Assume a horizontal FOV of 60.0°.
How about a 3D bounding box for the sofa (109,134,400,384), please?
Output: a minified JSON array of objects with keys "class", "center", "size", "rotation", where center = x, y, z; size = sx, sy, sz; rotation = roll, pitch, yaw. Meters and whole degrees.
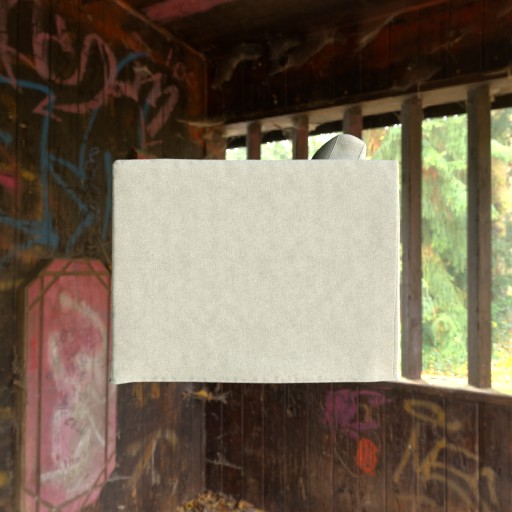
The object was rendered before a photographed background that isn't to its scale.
[{"class":"sofa","center":[0.000,0.000,2.245],"size":[0.944,0.830,1.727],"rotation":[0,-1,0]}]
